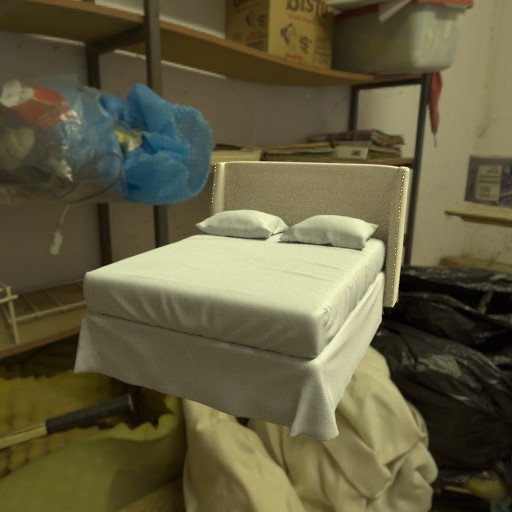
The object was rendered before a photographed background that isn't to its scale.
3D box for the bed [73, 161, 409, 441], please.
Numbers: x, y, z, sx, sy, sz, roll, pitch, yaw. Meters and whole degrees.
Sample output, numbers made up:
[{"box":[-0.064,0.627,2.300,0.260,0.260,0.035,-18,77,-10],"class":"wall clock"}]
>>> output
[{"box":[0.000,0.000,3.464,1.925,1.332,2.276,7,16,25],"class":"bed"}]
